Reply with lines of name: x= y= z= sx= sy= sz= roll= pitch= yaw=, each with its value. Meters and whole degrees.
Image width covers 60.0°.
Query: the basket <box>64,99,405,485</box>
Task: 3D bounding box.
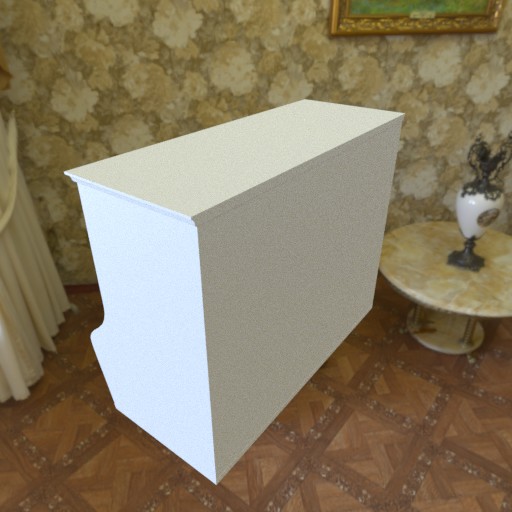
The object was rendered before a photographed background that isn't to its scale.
basket: x=0.000 y=0.000 z=1.138 sx=0.376 sy=0.625 sz=0.792 roll=21 pitch=36 yaw=31
